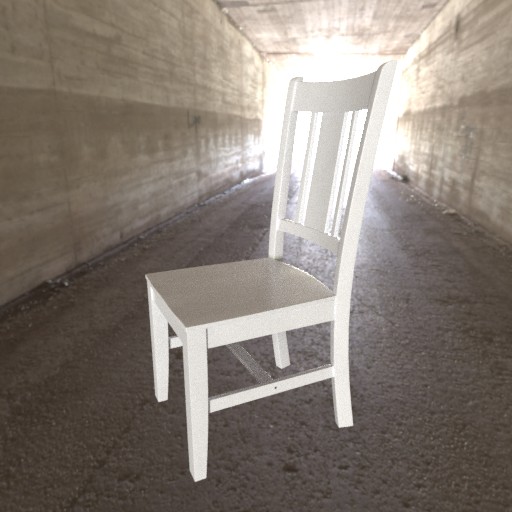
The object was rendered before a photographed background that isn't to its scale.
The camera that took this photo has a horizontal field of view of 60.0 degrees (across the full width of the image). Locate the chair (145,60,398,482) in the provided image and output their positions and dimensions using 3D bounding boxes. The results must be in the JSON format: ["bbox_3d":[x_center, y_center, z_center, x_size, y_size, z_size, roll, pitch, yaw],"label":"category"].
[{"bbox_3d":[0.000,0.000,1.250,0.555,0.998,0.450,-8,18,-25],"label":"chair"}]
